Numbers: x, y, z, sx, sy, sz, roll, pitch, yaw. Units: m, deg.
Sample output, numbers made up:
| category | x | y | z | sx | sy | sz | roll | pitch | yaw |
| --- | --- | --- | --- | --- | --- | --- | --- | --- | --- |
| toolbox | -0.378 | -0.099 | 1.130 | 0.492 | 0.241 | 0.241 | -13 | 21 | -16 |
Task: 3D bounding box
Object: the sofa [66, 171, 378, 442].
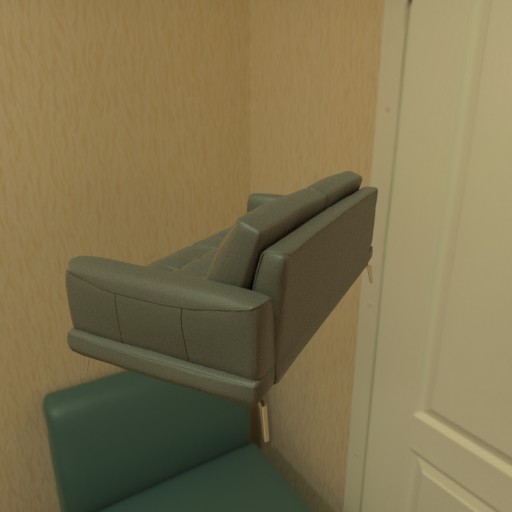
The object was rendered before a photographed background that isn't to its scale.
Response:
| category | x | y | z | sx | sy | sz | roll | pitch | yaw |
| --- | --- | --- | --- | --- | --- | --- | --- | --- | --- |
| sofa | 0.000 | 0.000 | 2.821 | 1.121 | 0.930 | 2.177 | 9 | 20 | 25 |
